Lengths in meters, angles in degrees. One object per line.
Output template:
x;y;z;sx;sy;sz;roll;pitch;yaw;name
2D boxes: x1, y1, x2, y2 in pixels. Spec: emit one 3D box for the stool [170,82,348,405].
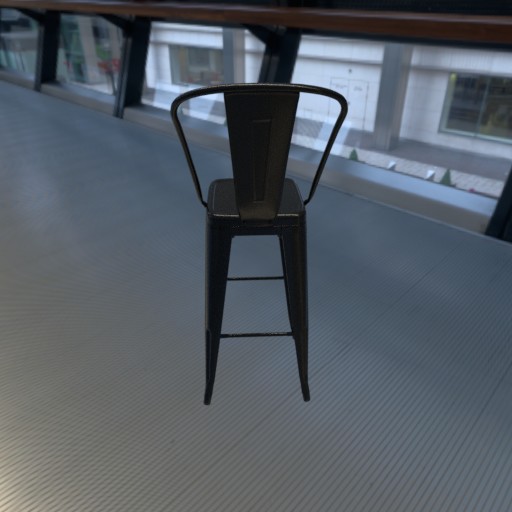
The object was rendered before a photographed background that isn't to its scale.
0.000;0.000;1.386;0.399;1.096;0.513;-1;30;-2;stool
